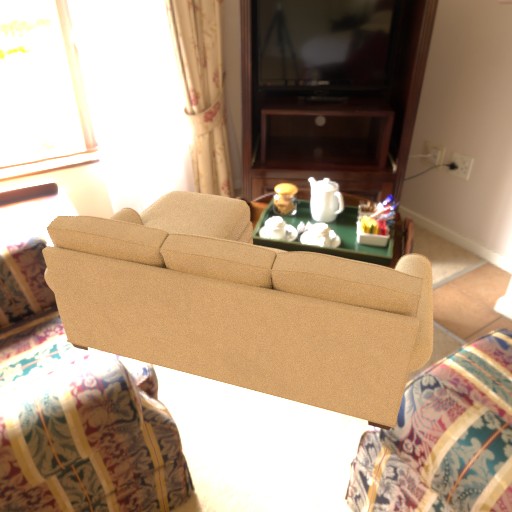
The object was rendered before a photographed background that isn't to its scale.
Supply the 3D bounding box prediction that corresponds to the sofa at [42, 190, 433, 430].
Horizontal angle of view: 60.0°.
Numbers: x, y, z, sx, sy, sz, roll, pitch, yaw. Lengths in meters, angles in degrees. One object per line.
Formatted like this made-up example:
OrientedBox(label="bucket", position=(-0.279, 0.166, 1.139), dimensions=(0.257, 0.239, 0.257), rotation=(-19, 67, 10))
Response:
OrientedBox(label="sofa", position=(0.000, 0.000, 2.377), dimensions=(1.770, 0.734, 1.226), rotation=(10, 34, 15))
